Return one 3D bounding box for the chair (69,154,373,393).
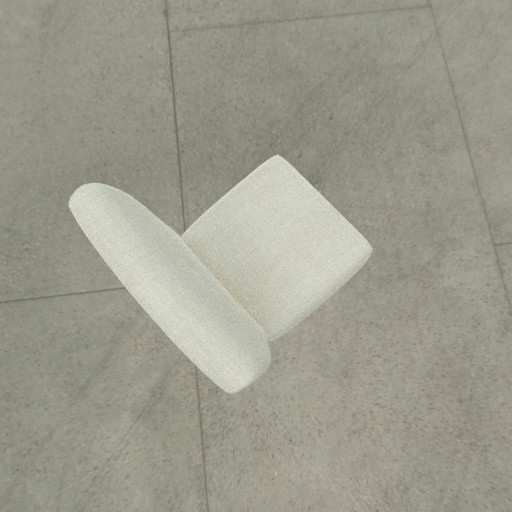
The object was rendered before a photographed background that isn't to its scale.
[{"bbox_3d":[0.000,0.000,1.303,0.597,0.921,0.509,-41,79,-10],"label":"chair"}]
